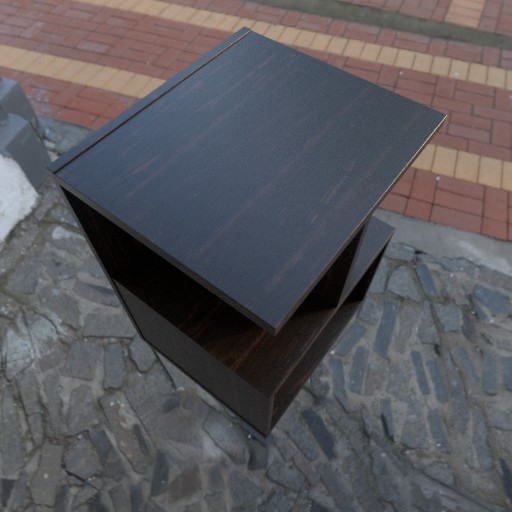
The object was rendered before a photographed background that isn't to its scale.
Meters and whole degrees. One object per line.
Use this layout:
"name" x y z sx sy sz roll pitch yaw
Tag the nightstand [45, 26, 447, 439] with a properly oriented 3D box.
"nightstand" 0.000 0.000 0.813 0.356 0.559 0.400 33 63 19
